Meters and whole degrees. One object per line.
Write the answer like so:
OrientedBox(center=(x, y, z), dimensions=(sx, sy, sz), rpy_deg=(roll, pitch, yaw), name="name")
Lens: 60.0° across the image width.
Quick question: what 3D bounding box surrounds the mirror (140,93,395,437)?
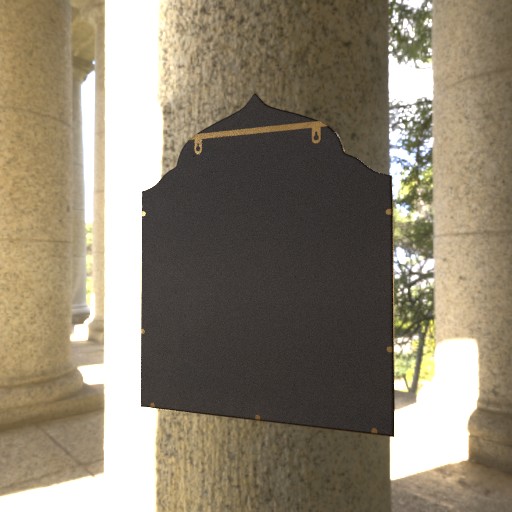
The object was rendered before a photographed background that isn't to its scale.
OrientedBox(center=(0.000, 0.000, 0.865), dimensions=(0.513, 0.635, 0.018), rpy_deg=(0, -1, 19), name="mirror")
